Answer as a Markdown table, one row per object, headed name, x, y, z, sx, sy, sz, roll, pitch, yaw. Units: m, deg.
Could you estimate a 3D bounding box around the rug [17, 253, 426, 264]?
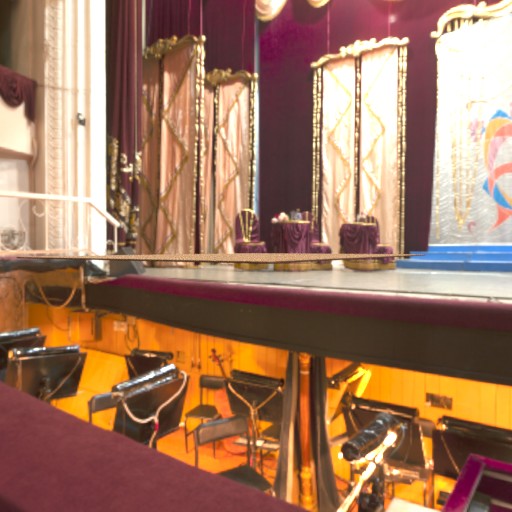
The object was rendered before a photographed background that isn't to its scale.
| name | x | y | z | sx | sy | sz | roll | pitch | yaw |
| --- | --- | --- | --- | --- | --- | --- | --- | --- | --- |
| rug | 0.000 | 0.000 | 2.857 | 1.593 | 0.008 | 2.238 | 1 | 1 | 34 |
